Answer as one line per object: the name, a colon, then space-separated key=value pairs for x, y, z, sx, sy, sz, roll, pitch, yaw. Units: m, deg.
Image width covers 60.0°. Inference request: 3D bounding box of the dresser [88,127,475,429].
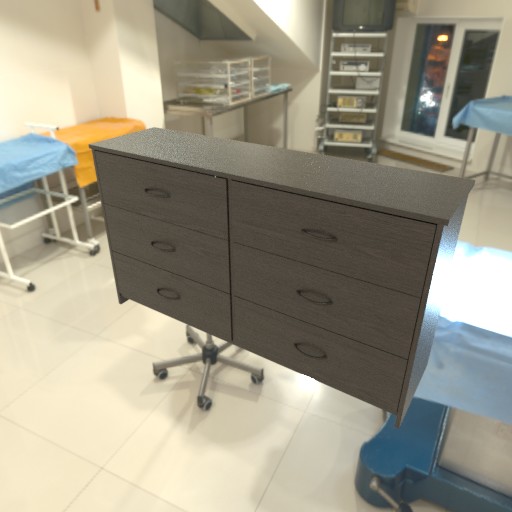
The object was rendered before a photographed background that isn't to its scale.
dresser: x=0.000 y=0.000 z=1.728 sx=1.360 sy=0.755 sz=0.401 roll=17 pitch=33 yaw=29
